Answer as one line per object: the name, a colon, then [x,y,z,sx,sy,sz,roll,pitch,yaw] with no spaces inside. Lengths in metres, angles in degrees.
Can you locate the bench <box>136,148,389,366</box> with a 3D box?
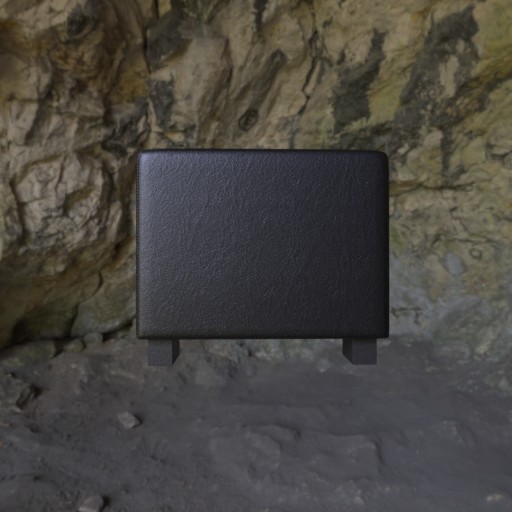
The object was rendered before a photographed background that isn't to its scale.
bench: [0.000,0.000,1.515,0.508,0.445,1.296,0,0,-1]
